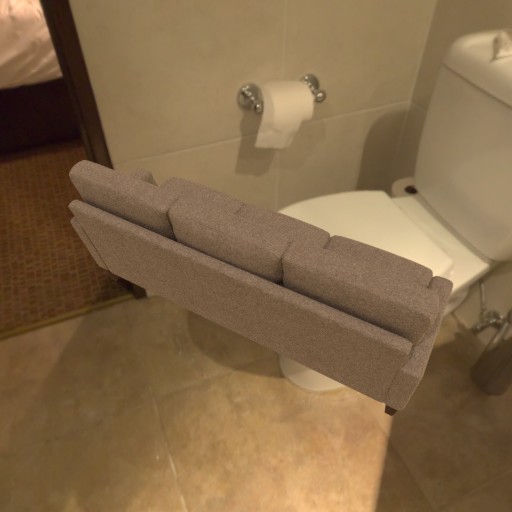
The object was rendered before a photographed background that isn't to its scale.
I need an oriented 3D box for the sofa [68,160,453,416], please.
[{"bbox_3d":[0.000,0.000,2.620,2.115,0.984,0.888,22,49,20],"label":"sofa"}]
